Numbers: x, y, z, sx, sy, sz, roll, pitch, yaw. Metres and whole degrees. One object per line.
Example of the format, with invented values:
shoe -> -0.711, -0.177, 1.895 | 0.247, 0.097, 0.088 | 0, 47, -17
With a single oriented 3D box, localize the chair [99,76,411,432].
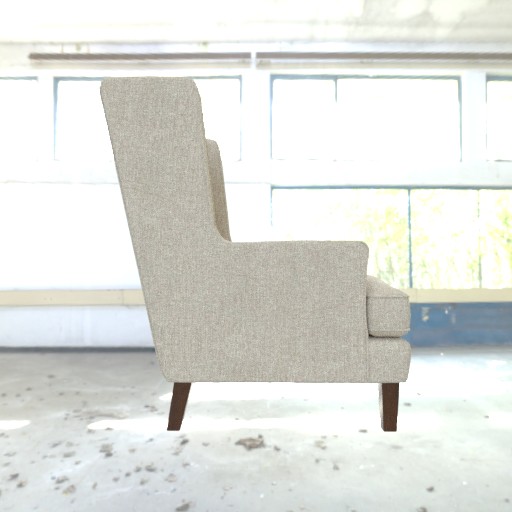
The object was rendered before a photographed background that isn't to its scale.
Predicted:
chair -> 0.000, 0.000, 1.701 | 0.948, 1.082, 0.764 | 0, -1, 1
